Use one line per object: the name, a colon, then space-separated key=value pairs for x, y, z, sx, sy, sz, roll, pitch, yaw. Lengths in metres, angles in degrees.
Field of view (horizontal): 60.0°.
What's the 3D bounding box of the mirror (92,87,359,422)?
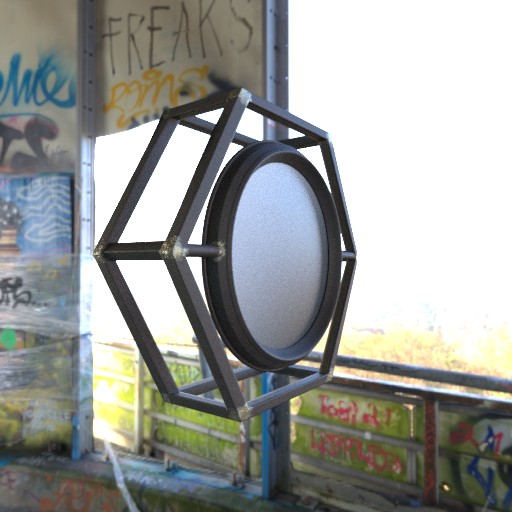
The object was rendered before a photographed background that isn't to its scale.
mirror: x=0.000 y=0.000 z=0.550 sx=0.119 sy=0.334 sz=0.380 roll=-1 pitch=-1 yaw=36
